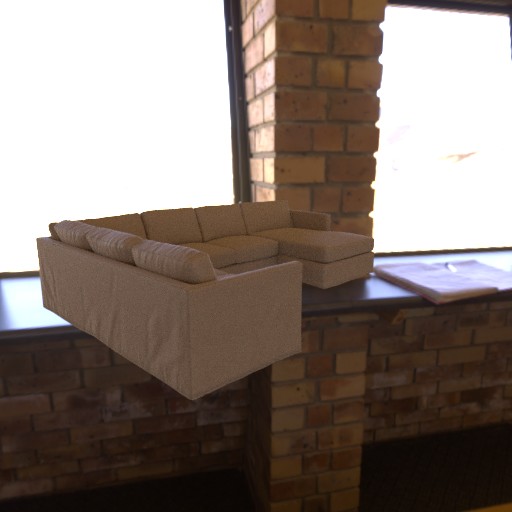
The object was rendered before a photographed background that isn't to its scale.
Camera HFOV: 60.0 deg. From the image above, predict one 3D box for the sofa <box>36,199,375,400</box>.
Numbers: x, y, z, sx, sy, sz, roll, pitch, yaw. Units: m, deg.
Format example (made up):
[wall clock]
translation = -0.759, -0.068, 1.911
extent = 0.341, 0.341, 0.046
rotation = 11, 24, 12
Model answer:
[sofa]
translation = 0.000, 0.000, 4.555
extent = 3.460, 0.882, 2.427
rotation = -12, 17, -44
